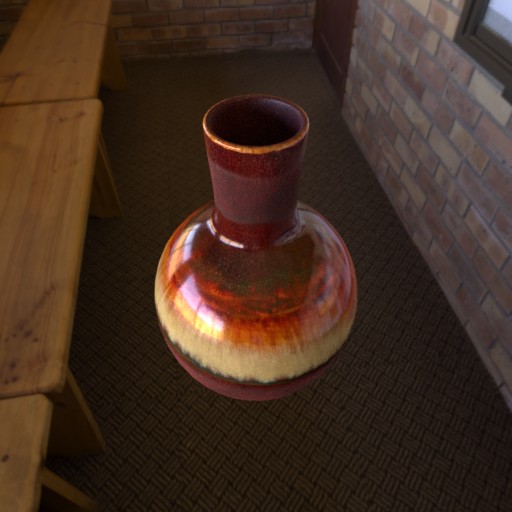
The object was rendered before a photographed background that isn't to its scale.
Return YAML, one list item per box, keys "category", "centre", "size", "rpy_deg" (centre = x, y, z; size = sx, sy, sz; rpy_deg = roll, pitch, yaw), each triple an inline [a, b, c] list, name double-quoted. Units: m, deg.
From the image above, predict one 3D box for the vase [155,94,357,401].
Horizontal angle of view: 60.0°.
- category: "vase"
  centre: [0.000, 0.000, 0.227]
  size: [0.111, 0.154, 0.111]
  rpy_deg: [0, 47, 0]
